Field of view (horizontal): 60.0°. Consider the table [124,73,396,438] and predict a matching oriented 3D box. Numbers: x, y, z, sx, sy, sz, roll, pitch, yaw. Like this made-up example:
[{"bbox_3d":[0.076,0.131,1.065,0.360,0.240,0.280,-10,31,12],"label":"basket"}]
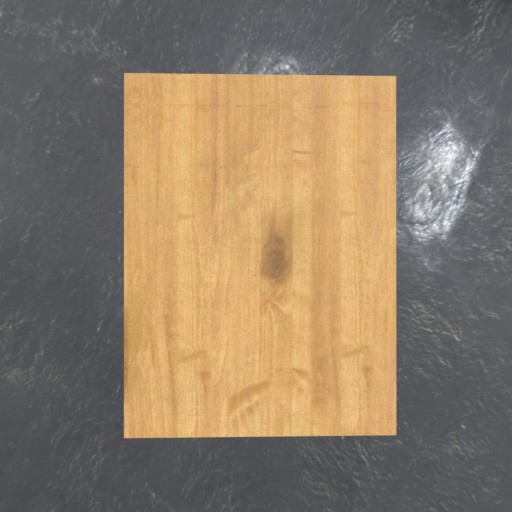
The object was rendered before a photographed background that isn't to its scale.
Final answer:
[{"bbox_3d":[0.000,0.000,1.213,0.500,0.813,0.660,0,90,-2],"label":"table"}]
